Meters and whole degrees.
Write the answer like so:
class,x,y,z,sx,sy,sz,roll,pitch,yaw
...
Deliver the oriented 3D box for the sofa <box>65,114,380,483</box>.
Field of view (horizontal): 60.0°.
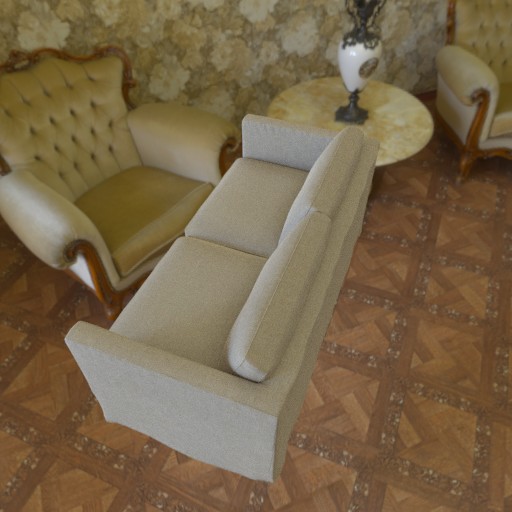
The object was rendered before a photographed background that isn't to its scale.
class,x,y,z,sx,sy,sz,roll,pitch,yaw
sofa,0.000,0.000,2.486,0.956,0.847,1.987,16,48,15
